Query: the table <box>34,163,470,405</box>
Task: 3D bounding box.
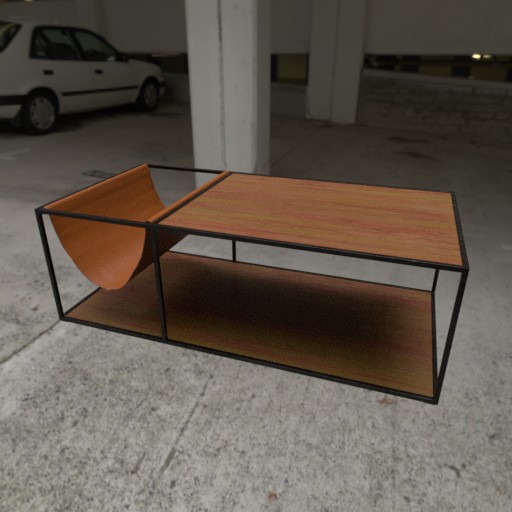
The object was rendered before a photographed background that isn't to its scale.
[{"bbox_3d":[0.000,0.000,1.489,1.199,0.403,0.597,8,27,17],"label":"table"}]
